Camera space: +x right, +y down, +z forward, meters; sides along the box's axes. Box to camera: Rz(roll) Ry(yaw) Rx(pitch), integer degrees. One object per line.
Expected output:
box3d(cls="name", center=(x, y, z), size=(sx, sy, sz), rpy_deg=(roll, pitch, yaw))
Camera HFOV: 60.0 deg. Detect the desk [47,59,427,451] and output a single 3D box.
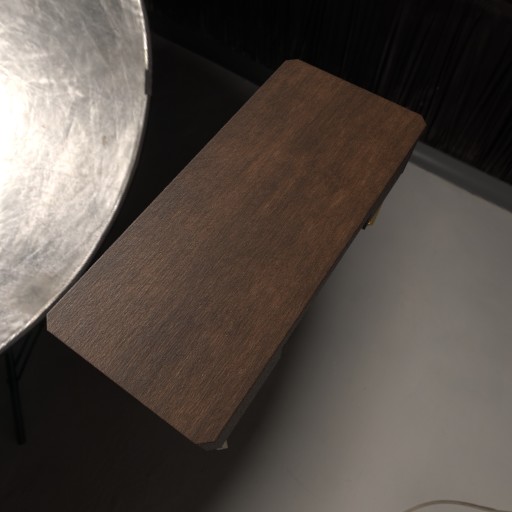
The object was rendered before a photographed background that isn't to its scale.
box3d(cls="desk", center=(0.000, 0.000, 1.921), size=(0.684, 0.762, 1.479), rpy_deg=(31, 67, 15))
